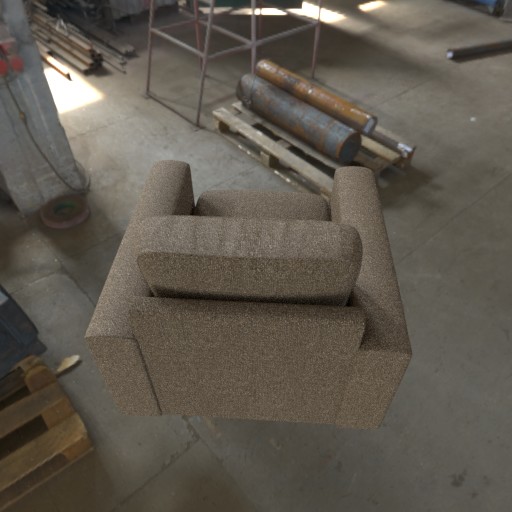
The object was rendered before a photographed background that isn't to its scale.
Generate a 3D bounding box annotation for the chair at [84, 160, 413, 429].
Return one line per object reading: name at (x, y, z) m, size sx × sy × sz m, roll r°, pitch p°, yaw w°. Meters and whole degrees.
chair at (0.000, 0.000, 1.771) m, size 1.005 × 0.873 × 1.016 m, roll 2°, pitch 45°, yaw 2°
